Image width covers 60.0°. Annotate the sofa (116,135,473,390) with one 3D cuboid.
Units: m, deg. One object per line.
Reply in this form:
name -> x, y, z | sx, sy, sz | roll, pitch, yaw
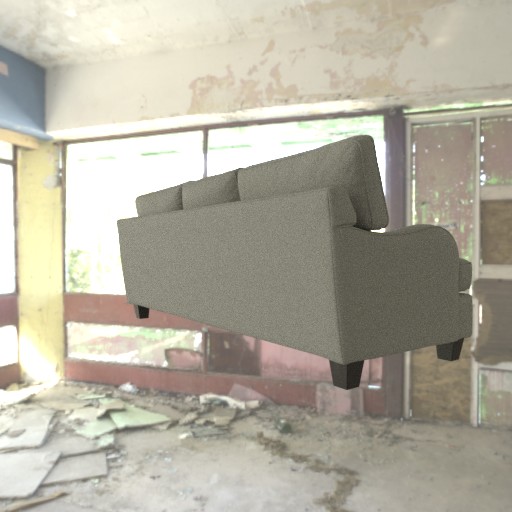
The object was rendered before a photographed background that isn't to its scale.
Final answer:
sofa -> 0.000, 0.000, 2.802 | 1.016, 0.997, 2.323 | -1, 1, -36
